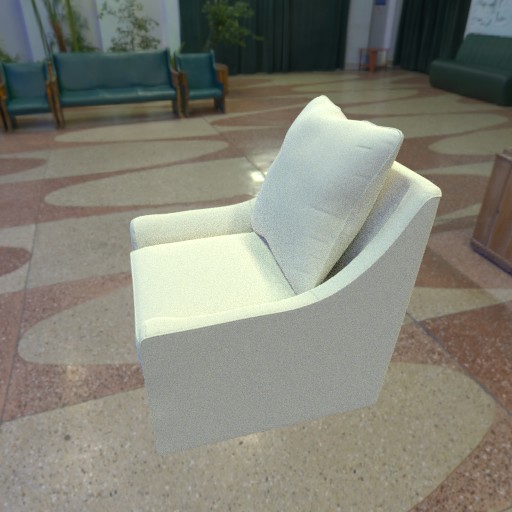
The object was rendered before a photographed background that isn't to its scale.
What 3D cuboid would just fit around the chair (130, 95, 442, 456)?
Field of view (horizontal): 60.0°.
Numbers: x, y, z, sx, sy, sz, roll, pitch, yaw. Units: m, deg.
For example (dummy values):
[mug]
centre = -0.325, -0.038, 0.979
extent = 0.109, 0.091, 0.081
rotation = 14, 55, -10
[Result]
[chair]
centre = 0.000, 0.000, 1.570
extent = 0.876, 0.965, 0.756
rotation = -8, 31, -13
